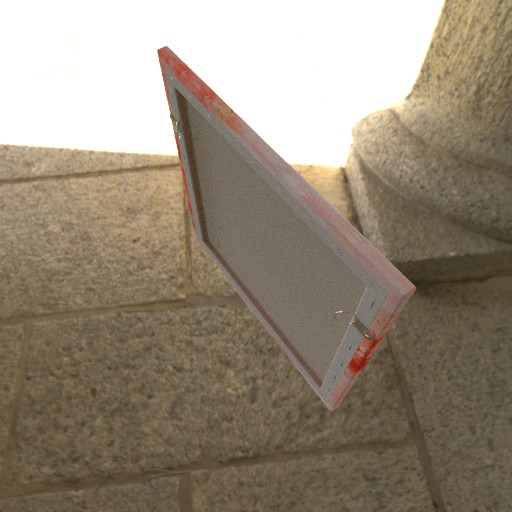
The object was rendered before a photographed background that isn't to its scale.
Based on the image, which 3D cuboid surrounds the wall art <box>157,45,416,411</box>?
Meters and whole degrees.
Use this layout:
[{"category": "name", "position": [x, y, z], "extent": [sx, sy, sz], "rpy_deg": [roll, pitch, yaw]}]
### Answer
[{"category": "wall art", "position": [0.000, 0.000, 1.327], "extent": [0.066, 0.878, 0.878], "rpy_deg": [-32, 63, -18]}]
